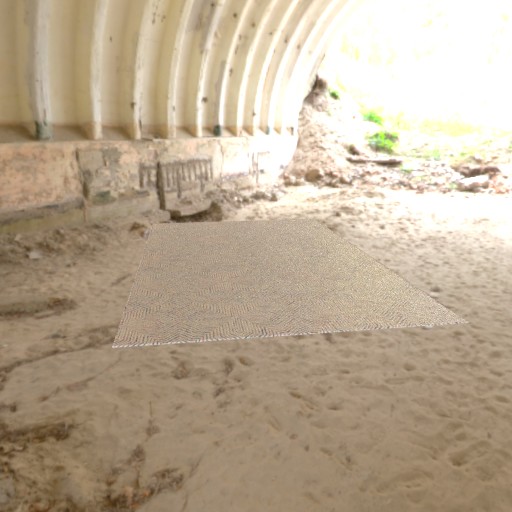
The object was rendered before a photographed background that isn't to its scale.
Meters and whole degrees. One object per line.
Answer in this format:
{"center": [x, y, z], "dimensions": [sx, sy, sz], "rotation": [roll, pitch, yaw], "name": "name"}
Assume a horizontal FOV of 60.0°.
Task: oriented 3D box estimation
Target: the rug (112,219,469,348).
{"center": [0.000, 0.000, 2.992], "dimensions": [1.519, 0.007, 2.428], "rotation": [-2, 16, -9], "name": "rug"}
